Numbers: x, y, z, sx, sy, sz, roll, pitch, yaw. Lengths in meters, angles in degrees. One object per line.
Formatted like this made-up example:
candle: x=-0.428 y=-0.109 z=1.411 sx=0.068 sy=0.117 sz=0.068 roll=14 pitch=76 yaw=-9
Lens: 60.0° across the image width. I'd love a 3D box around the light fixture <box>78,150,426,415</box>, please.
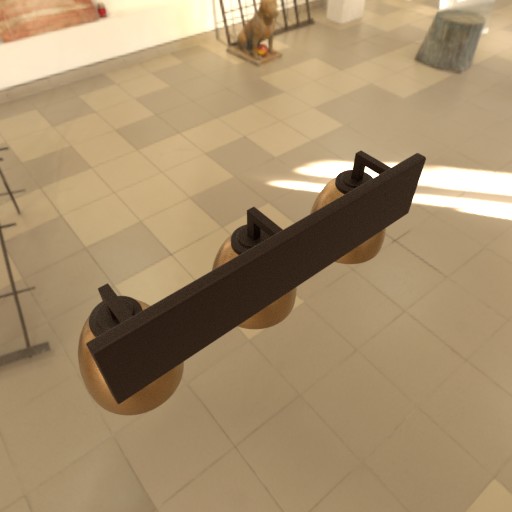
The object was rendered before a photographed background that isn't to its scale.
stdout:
light fixture: x=0.000 y=0.000 z=0.671 sx=0.582 sy=0.204 sz=0.157 roll=-30 pitch=54 yaw=-26
